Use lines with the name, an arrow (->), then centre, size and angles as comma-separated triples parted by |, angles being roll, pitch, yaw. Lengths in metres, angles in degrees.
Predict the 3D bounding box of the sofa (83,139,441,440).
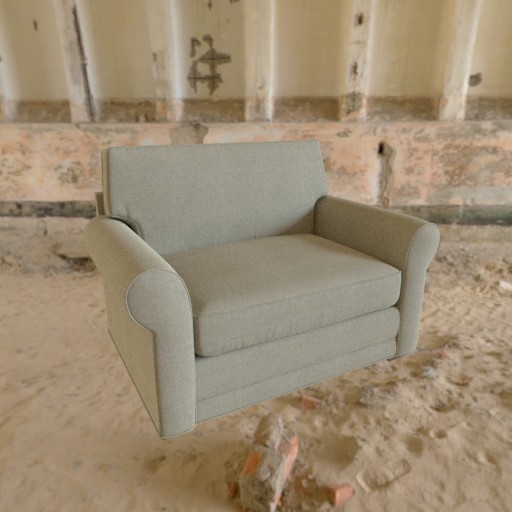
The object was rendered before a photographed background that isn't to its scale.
sofa -> 0.000, 0.000, 2.060 | 1.405, 0.991, 0.936 | -10, 21, -27
